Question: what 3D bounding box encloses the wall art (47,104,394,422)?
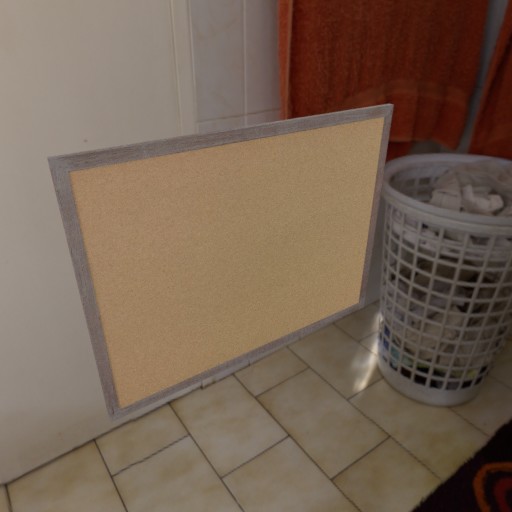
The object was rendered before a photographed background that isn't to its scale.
[{"bbox_3d":[0.000,0.000,1.334,1.012,0.774,0.019,-18,34,-29],"label":"wall art"}]
